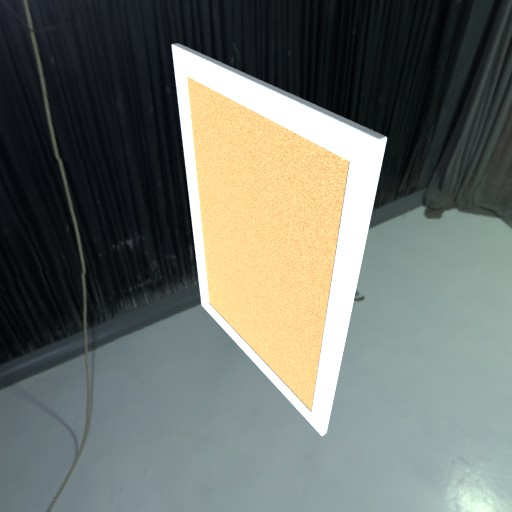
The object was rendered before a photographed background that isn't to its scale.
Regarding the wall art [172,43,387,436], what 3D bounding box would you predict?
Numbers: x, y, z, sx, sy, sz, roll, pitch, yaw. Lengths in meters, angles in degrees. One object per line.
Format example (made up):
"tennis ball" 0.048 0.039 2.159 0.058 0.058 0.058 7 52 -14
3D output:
"wall art" 0.000 0.000 0.679 0.012 0.529 0.374 -27 47 -28
